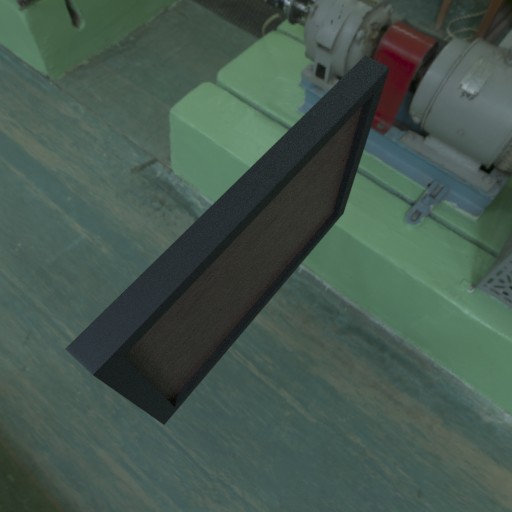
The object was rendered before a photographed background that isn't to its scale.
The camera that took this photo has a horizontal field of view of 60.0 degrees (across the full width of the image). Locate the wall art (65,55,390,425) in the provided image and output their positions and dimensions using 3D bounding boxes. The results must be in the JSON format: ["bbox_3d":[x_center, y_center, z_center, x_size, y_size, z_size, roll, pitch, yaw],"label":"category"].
[{"bbox_3d":[0.000,0.000,0.848,0.051,0.456,0.671,35,68,17],"label":"wall art"}]
